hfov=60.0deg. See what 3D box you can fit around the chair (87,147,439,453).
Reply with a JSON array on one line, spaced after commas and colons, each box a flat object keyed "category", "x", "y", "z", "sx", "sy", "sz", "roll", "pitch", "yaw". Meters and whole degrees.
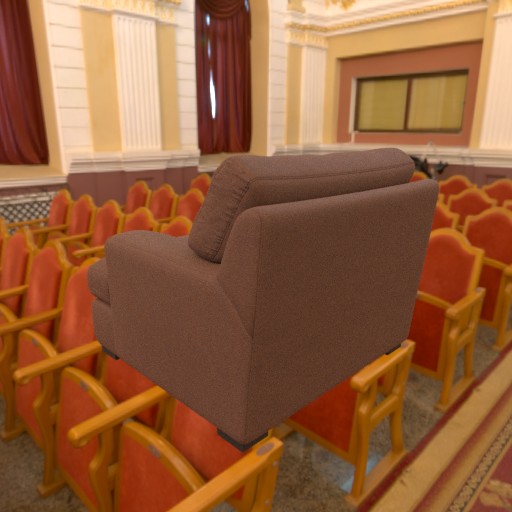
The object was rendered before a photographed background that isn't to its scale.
[{"category": "chair", "x": 0.000, "y": 0.000, "z": 1.983, "sx": 1.168, "sy": 0.940, "sz": 1.143, "roll": -15, "pitch": 22, "yaw": -43}]
